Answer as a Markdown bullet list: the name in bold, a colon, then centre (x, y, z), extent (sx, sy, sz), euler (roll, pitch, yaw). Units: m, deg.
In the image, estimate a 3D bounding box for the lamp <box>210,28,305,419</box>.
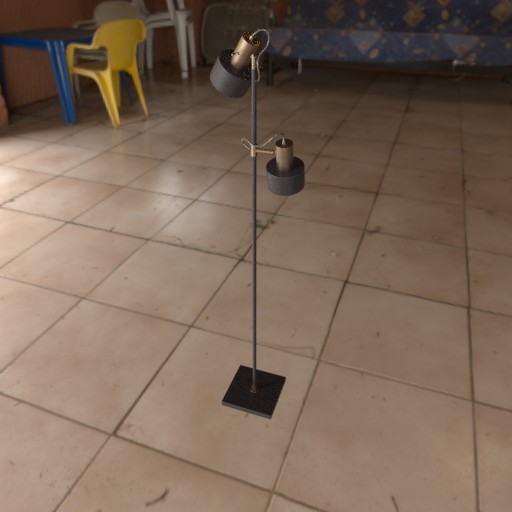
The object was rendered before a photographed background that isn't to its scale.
- **lamp**: centre (0.000, 0.000, 1.640), extent (0.315, 1.505, 0.233), euler (11, 34, 16)
